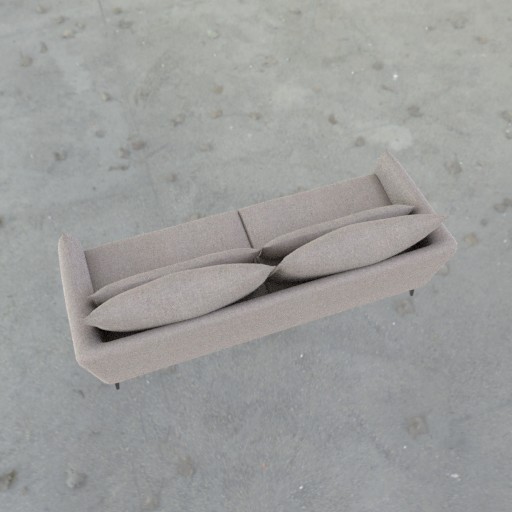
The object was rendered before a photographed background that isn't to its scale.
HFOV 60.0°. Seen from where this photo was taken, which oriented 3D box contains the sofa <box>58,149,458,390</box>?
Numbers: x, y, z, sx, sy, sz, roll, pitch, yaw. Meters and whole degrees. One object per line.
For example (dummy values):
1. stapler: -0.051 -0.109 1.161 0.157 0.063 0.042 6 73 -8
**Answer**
1. sofa: 0.000 0.000 2.422 2.022 0.833 0.809 -16 61 -9
